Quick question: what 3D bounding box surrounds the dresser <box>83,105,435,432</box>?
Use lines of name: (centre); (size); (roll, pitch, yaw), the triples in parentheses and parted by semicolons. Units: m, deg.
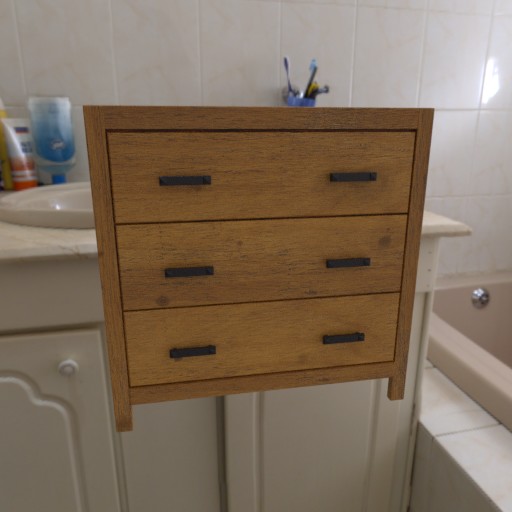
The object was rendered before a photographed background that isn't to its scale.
dresser: (0.000, 0.000, 1.280); (0.804, 0.804, 0.427); (-3, 17, -10)
